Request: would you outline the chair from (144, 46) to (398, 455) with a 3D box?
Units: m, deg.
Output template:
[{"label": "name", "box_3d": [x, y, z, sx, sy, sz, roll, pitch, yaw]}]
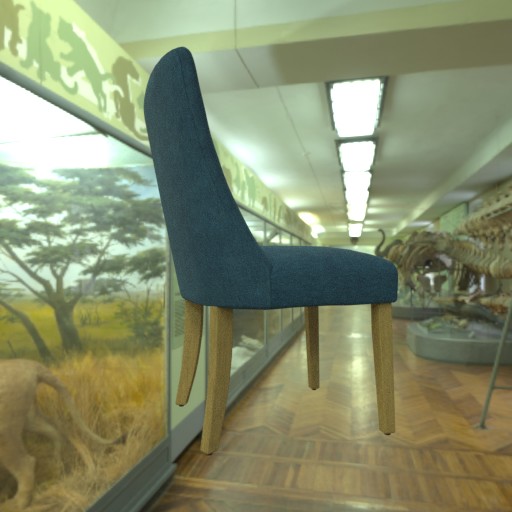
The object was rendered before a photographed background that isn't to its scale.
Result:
[{"label": "chair", "box_3d": [0.000, 0.000, 1.236, 0.609, 0.902, 0.495, 0, -1, -18]}]
